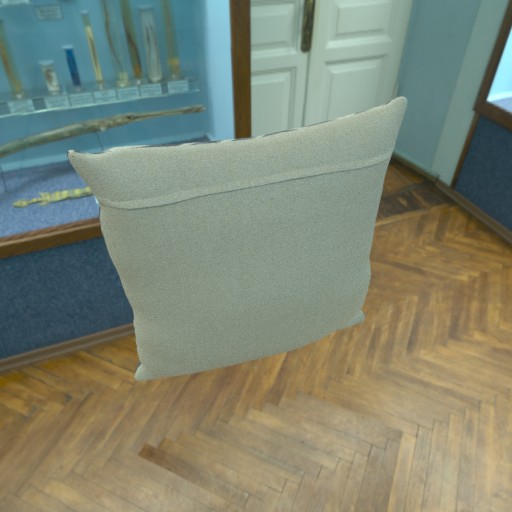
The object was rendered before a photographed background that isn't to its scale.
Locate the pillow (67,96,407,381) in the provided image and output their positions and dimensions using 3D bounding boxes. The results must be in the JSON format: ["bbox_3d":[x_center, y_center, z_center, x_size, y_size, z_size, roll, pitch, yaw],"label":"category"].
[{"bbox_3d":[0.000,0.000,0.675,0.440,0.441,0.182,-13,43,-14],"label":"pillow"}]
